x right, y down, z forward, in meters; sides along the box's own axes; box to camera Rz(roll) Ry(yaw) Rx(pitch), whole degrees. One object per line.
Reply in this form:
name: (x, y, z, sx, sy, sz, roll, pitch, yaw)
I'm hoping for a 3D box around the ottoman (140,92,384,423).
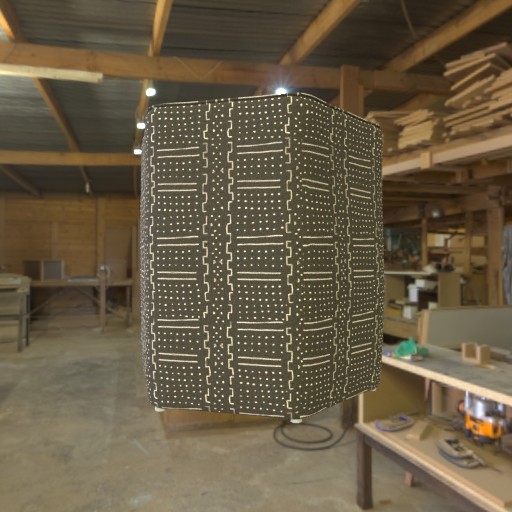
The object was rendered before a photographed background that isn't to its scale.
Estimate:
ottoman: (0.000, 0.000, 0.886, 0.443, 0.502, 0.494, 0, 0, -16)
